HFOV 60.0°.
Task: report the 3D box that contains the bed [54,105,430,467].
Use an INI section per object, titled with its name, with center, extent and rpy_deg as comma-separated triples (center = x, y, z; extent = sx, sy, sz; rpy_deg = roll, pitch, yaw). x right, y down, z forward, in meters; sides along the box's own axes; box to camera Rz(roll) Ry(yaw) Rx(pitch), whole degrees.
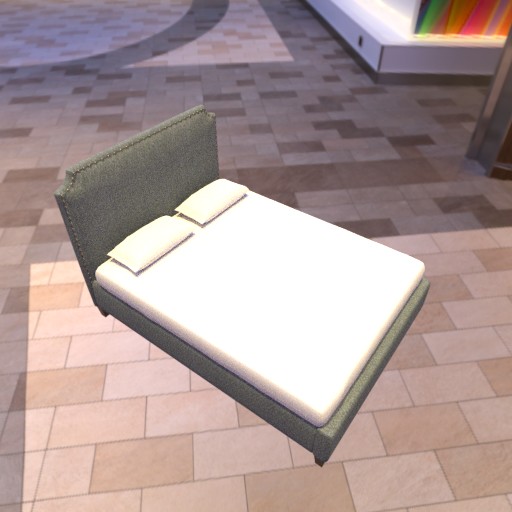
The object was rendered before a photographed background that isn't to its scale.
[bed]
center = 0.000, 0.000, 3.510
extent = 2.372, 1.443, 1.712
rpy_deg = 26, 47, 27
